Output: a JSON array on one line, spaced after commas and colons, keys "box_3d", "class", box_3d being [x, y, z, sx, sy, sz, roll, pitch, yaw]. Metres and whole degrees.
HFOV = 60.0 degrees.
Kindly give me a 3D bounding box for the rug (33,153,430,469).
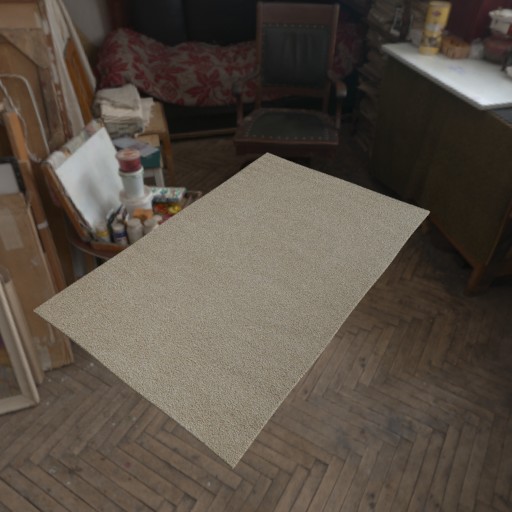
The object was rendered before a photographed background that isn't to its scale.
[{"box_3d": [0.000, 0.000, 2.958, 1.500, 0.025, 2.346, 26, 48, 27], "class": "rug"}]
